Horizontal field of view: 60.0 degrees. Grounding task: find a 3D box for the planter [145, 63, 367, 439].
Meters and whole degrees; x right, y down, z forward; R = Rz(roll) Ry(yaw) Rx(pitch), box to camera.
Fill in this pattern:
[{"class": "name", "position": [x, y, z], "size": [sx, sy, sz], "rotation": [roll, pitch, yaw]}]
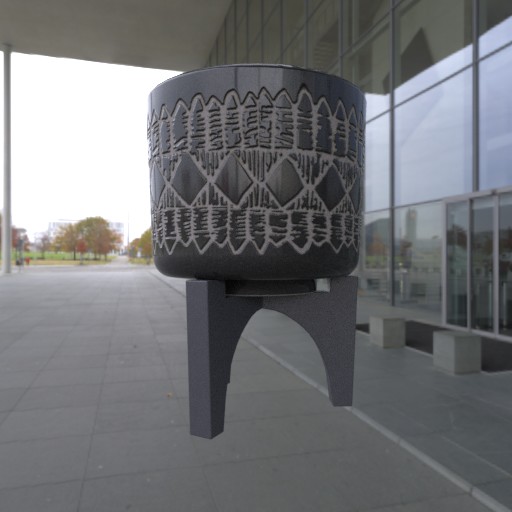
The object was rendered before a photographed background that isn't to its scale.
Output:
[{"class": "planter", "position": [0.000, 0.000, 0.266], "size": [0.129, 0.177, 0.129], "rotation": [0, 0, 0]}]
